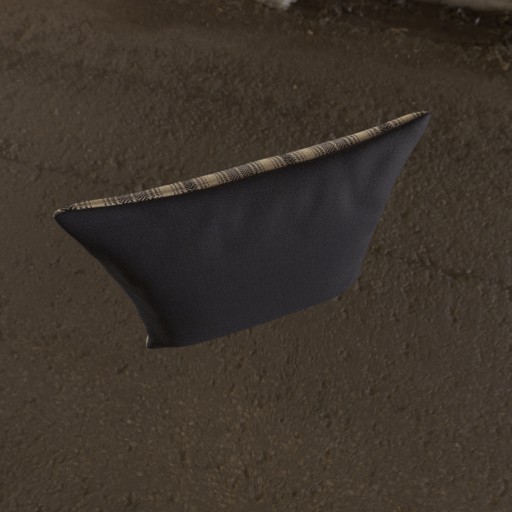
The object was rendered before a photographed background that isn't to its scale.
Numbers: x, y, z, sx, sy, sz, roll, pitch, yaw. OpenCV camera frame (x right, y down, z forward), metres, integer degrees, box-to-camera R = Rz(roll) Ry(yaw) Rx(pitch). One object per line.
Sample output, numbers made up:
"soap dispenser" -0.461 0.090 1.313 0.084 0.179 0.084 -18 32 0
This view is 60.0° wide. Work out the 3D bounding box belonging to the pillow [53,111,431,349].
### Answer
"pillow" 0.000 0.000 0.793 0.520 0.508 0.166 -17 61 -10
